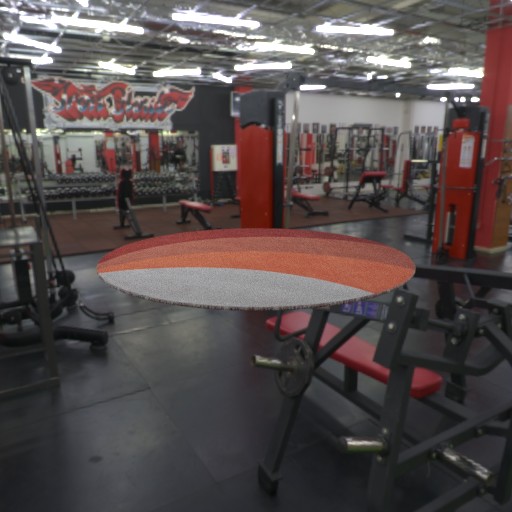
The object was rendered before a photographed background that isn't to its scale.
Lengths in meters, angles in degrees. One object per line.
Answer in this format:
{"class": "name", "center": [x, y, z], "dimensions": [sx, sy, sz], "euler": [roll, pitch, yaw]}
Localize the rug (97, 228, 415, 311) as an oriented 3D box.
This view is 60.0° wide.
{"class": "rug", "center": [0.000, 0.000, 2.227], "dimensions": [1.514, 0.015, 1.514], "euler": [0, 14, 0]}
